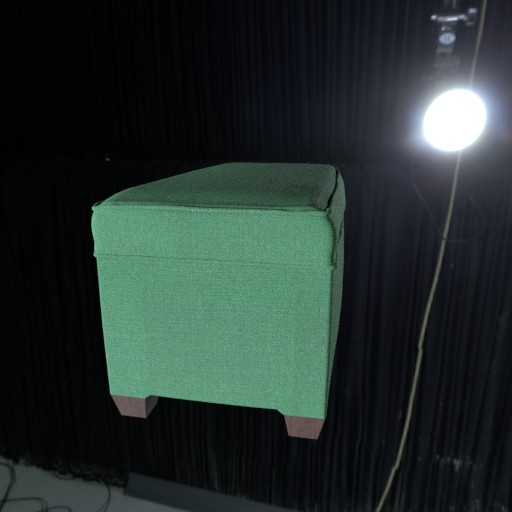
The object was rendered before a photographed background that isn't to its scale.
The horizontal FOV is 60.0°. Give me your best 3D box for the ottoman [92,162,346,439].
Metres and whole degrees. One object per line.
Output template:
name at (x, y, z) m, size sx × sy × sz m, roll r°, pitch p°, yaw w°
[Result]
ottoman at (0.000, 0.000, 1.249) m, size 0.483 × 0.471 × 0.957 m, roll 3°, pitch 16°, yaw 10°
